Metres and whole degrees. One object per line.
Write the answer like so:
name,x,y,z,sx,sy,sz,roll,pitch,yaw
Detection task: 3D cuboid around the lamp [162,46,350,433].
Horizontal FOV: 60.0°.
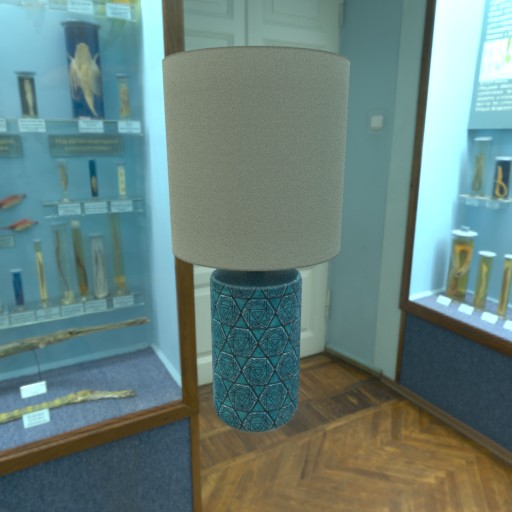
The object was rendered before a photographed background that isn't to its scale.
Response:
lamp,0.000,0.000,0.744,0.278,0.597,0.278,-7,17,-26
